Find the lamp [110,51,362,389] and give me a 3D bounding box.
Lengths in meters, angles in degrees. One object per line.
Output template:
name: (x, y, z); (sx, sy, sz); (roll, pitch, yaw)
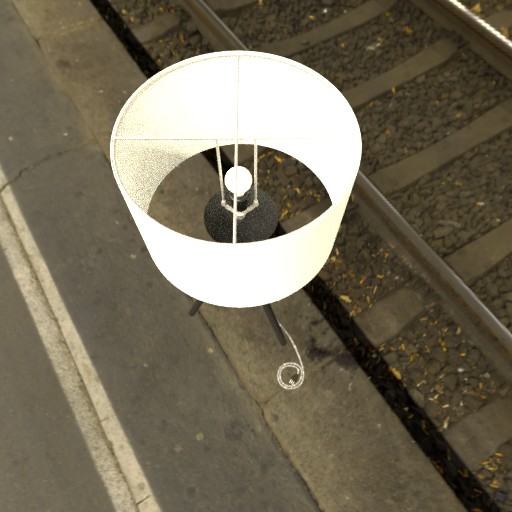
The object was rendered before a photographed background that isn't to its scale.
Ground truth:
lamp: (0.000, 0.000, 0.919); (0.422, 0.674, 0.353); (33, 68, 15)
